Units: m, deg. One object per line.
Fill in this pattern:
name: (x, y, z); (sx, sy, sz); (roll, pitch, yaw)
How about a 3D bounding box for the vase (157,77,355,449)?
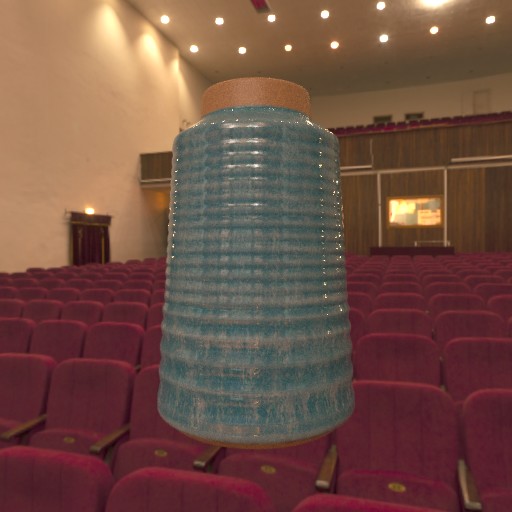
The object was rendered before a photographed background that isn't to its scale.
vase: (0.000, 0.000, 0.375); (0.163, 0.267, 0.163); (0, 0, 0)
